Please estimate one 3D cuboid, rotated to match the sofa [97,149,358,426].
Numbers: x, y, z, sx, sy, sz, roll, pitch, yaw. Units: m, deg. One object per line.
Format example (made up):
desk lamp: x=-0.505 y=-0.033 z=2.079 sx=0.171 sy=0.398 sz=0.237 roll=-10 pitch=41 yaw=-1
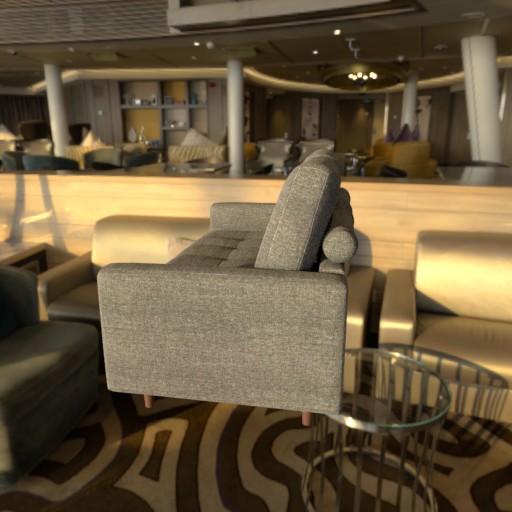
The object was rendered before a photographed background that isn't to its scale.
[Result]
sofa: x=0.000 y=0.000 z=2.010 sx=0.842 sy=0.907 sz=1.407 roll=3 pitch=16 yaw=10
